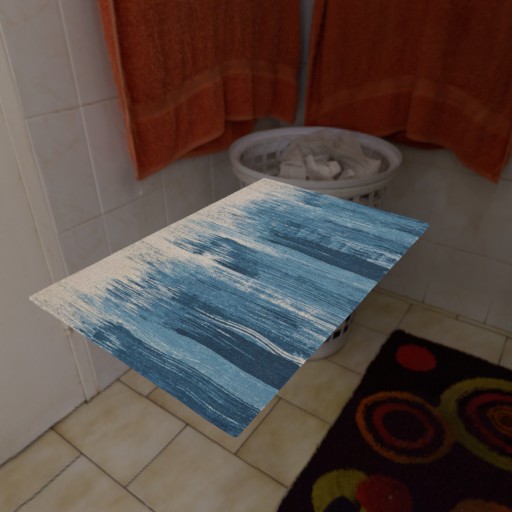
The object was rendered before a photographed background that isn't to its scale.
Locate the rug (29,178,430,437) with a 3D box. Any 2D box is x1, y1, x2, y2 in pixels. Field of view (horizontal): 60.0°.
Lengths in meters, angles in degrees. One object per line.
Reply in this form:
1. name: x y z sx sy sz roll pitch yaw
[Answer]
1. rug: 0.000 0.000 2.326 1.232 0.009 1.836 21 37 31
